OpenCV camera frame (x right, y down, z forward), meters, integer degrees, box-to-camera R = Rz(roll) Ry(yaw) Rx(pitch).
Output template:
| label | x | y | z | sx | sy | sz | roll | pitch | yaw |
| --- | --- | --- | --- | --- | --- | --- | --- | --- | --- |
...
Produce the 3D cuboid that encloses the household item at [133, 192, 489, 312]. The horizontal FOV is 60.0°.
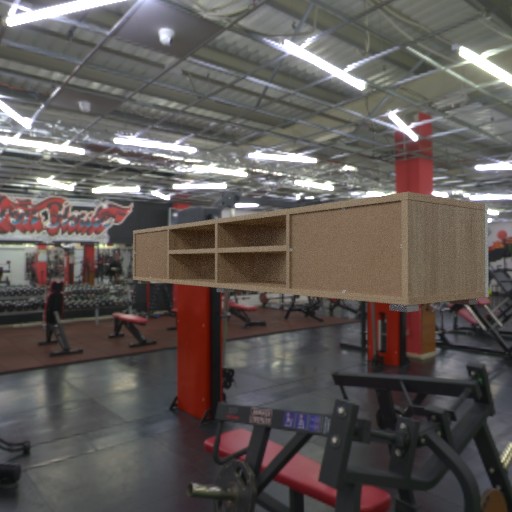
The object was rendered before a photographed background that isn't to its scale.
| label | x | y | z | sx | sy | sz | roll | pitch | yaw |
| --- | --- | --- | --- | --- | --- | --- | --- | --- | --- |
| household item | 0.000 | 0.000 | 1.994 | 0.420 | 0.310 | 1.850 | 0 | -1 | -37 |
